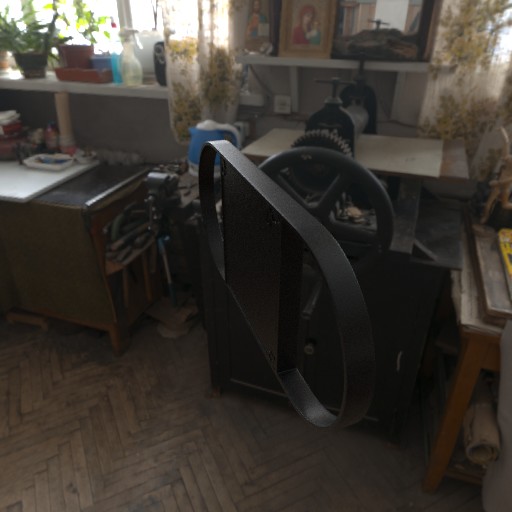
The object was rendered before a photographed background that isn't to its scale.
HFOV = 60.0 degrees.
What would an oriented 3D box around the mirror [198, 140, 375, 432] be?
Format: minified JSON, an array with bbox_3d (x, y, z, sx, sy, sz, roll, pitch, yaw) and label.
[{"bbox_3d":[0.000,0.000,0.671,0.032,0.254,0.584,-11,32,-18],"label":"mirror"}]
